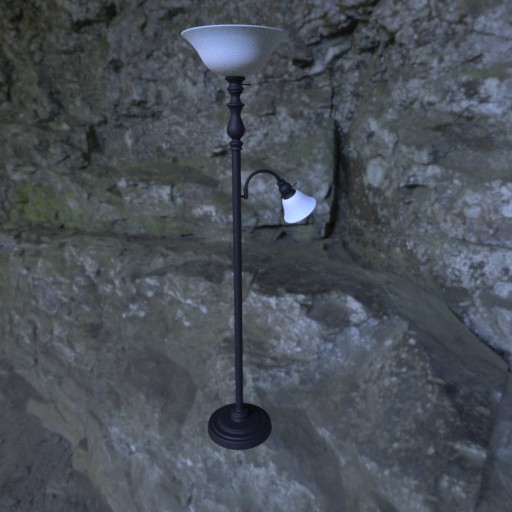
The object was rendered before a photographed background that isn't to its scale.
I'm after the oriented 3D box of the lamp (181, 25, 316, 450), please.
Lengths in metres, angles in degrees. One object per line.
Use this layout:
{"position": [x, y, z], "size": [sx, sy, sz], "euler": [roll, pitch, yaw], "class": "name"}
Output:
{"position": [0.000, 0.000, 2.001], "size": [0.588, 1.793, 0.405], "euler": [-9, 19, -26], "class": "lamp"}
